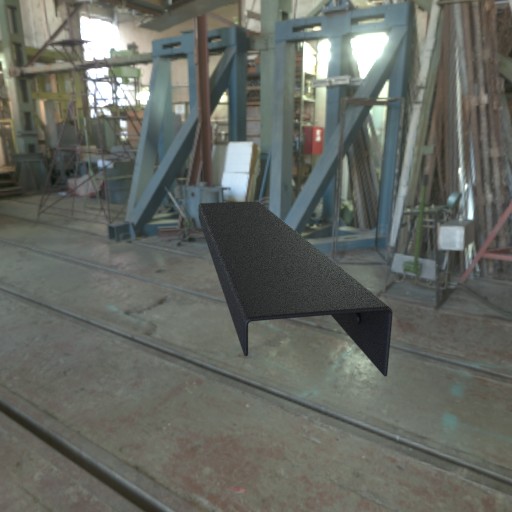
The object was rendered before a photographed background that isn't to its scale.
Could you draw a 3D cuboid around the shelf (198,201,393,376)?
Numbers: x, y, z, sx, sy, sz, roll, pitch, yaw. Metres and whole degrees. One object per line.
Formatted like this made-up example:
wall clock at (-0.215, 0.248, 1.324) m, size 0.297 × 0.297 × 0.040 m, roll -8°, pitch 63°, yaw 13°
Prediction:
shelf at (0.000, 0.000, 0.508) m, size 0.102 × 0.053 × 0.456 m, roll -3°, pitch 16°, yaw -10°
